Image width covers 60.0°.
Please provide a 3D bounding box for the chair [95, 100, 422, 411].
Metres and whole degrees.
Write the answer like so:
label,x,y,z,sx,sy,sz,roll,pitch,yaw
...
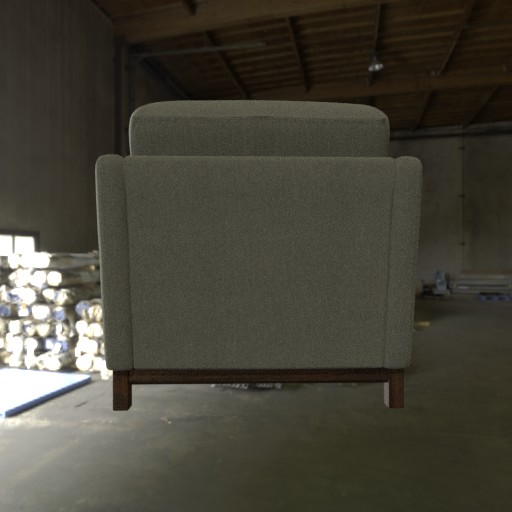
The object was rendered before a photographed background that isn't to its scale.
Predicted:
label,x,y,z,sx,sy,sz,roll,pitch,yaw
chair,0.000,0.000,1.516,0.826,0.821,0.892,0,0,-2
